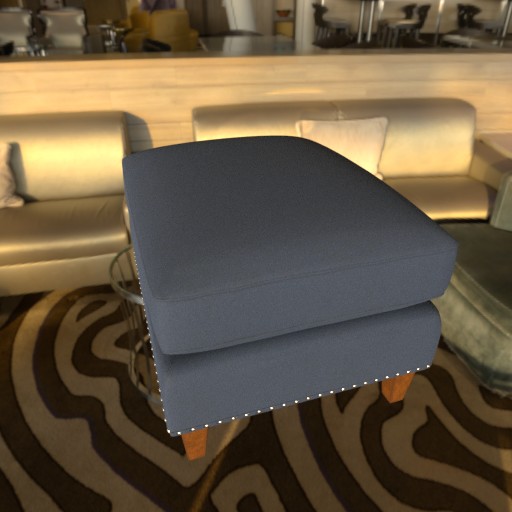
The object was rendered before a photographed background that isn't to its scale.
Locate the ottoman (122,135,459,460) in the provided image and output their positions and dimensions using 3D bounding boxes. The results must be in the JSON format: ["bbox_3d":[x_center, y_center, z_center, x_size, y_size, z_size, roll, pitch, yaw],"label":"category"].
[{"bbox_3d":[0.000,0.000,1.128,0.584,0.513,0.741,-9,32,-16],"label":"ottoman"}]
